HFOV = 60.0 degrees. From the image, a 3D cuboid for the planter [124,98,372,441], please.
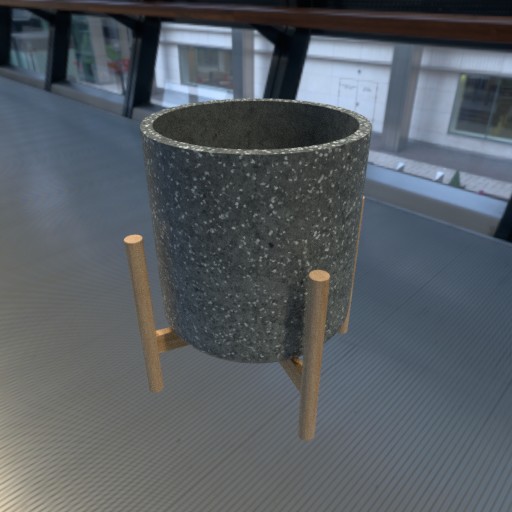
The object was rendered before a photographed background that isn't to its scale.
[{"bbox_3d":[0.000,0.000,0.697,0.360,0.419,0.360,-1,30,-1],"label":"planter"}]
